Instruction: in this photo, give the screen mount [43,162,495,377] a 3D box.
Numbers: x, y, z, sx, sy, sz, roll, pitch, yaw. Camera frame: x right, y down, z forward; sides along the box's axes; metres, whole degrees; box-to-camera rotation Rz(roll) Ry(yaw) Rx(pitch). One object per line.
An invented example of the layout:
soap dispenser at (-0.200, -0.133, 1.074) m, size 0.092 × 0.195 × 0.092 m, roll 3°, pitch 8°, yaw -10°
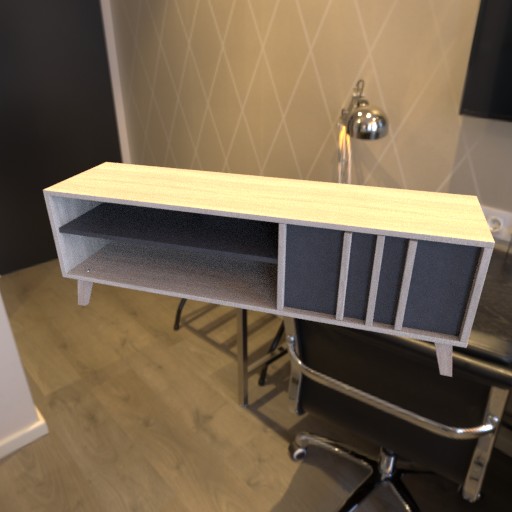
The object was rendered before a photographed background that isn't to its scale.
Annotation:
screen mount at (0.000, 0.000, 1.701) m, size 1.500 × 0.509 × 0.401 m, roll 8°, pitch 28°, yaw 15°
